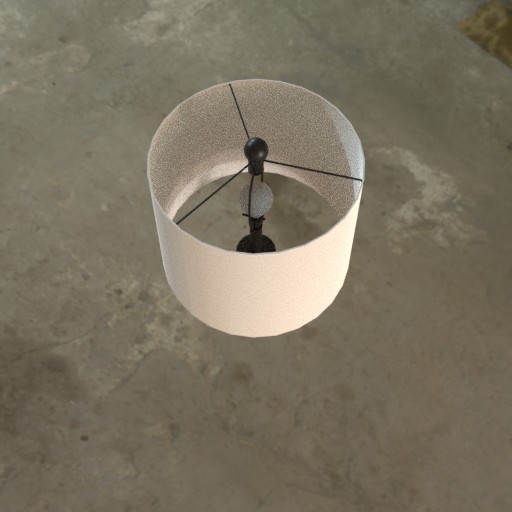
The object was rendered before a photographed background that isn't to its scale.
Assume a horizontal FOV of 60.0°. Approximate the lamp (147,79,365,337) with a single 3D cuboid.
[{"bbox_3d":[0.000,0.000,0.866,0.349,0.667,0.349,0,64,0],"label":"lamp"}]
